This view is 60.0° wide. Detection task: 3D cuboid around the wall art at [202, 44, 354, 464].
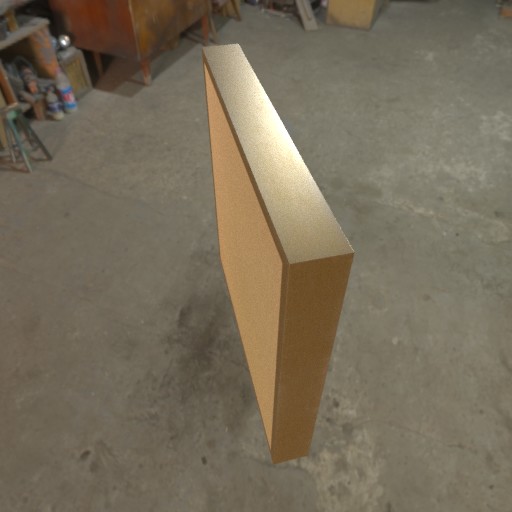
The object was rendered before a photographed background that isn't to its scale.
[{"bbox_3d":[0.000,0.000,0.454,0.038,0.305,0.306,-10,47,-9],"label":"wall art"}]
